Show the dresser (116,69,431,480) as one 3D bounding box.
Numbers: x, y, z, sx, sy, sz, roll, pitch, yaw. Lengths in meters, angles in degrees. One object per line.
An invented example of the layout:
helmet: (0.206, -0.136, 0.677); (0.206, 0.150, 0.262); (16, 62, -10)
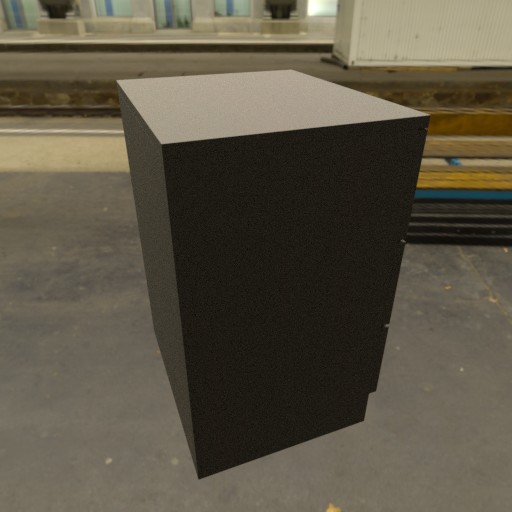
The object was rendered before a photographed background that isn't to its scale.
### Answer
dresser: (0.000, 0.000, 0.802); (0.360, 0.560, 0.400); (-11, 33, -18)
